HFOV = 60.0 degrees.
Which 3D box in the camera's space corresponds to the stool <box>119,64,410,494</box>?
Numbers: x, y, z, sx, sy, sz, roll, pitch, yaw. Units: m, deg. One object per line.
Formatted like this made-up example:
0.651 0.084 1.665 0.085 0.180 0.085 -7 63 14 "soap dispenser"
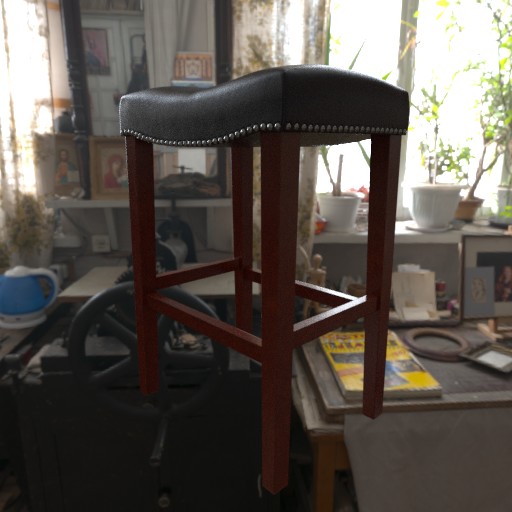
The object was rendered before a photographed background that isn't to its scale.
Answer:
0.000 0.000 0.998 0.372 0.742 0.504 -13 19 -42 "stool"
